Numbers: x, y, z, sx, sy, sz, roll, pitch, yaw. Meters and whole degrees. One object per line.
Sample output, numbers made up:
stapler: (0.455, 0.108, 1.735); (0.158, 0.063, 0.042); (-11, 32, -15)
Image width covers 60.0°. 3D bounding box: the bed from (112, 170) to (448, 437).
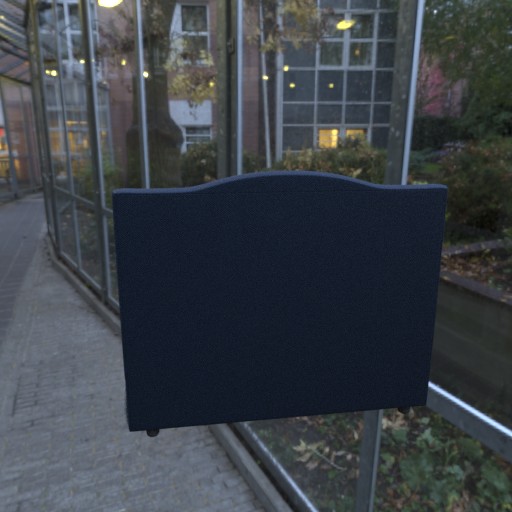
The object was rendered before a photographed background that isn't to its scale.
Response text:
bed: (0.000, 0.000, 3.425); (1.821, 1.436, 2.282); (-2, 15, -8)
